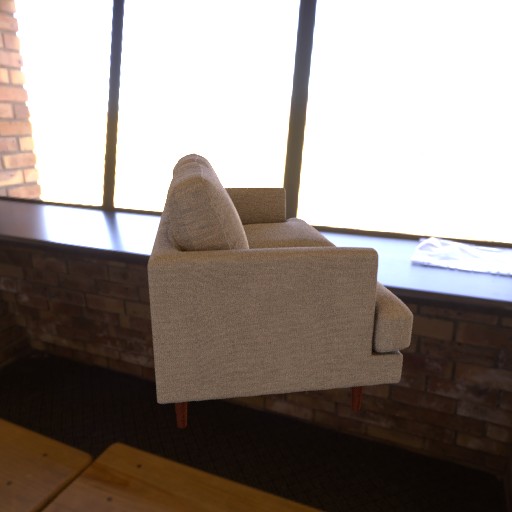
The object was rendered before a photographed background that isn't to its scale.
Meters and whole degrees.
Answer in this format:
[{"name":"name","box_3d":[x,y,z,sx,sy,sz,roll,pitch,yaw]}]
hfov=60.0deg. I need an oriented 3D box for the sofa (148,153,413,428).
[{"name":"sofa","box_3d":[0.000,0.000,2.204,0.903,0.944,1.582,-2,17,-8]}]
